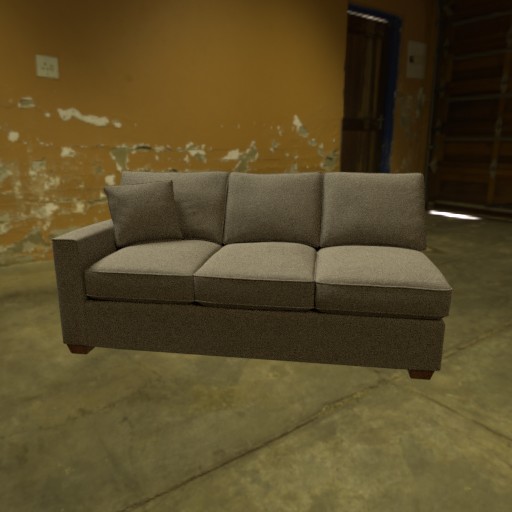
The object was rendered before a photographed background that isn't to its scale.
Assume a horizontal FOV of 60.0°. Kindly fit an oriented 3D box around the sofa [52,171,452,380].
[{"bbox_3d":[0.000,0.000,2.597,1.963,0.946,1.034,2,14,9],"label":"sofa"}]
